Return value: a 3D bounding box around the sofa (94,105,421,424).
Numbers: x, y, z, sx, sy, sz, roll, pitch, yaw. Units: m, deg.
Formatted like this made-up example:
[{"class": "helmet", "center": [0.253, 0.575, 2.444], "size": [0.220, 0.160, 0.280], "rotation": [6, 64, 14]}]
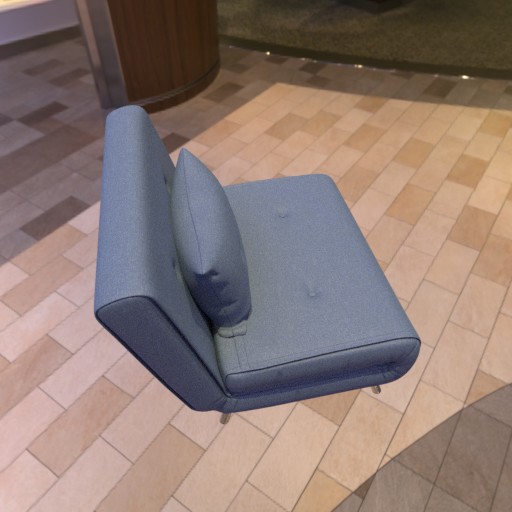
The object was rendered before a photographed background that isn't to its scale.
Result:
[{"class": "sofa", "center": [0.000, 0.000, 1.732], "size": [0.996, 0.860, 0.999], "rotation": [-8, 46, -8]}]
